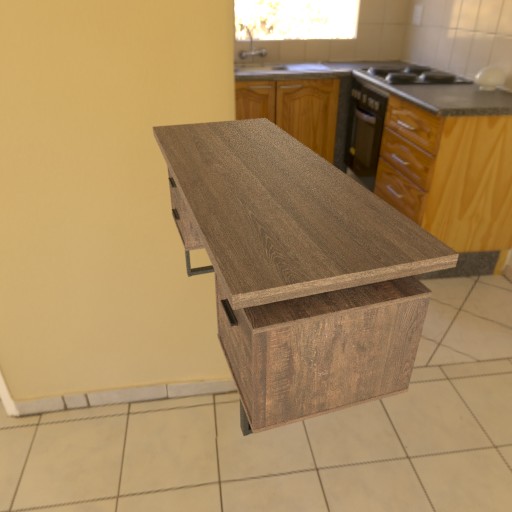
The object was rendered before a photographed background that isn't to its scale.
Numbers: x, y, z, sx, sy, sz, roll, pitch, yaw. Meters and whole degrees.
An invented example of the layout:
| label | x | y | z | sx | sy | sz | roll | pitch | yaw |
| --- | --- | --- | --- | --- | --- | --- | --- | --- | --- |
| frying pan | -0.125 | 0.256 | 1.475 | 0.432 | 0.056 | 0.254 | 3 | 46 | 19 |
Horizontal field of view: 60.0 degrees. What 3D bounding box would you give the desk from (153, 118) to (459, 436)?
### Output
| label | x | y | z | sx | sy | sz | roll | pitch | yaw |
| --- | --- | --- | --- | --- | --- | --- | --- | --- | --- |
| desk | 0.000 | 0.000 | 1.871 | 0.600 | 0.760 | 1.524 | -9 | 32 | -15 |
